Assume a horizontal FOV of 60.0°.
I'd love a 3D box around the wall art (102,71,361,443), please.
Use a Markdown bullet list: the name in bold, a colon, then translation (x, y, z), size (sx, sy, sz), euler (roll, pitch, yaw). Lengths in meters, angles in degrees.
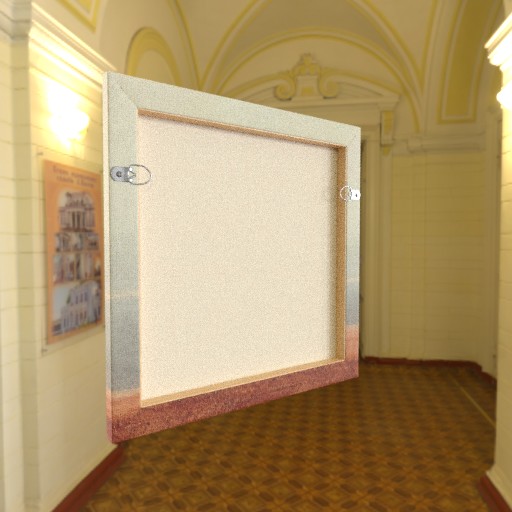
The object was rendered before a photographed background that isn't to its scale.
- **wall art**: translation (0.000, 0.000, 0.606), size (0.405, 0.405, 0.023), euler (-2, 3, -36)
